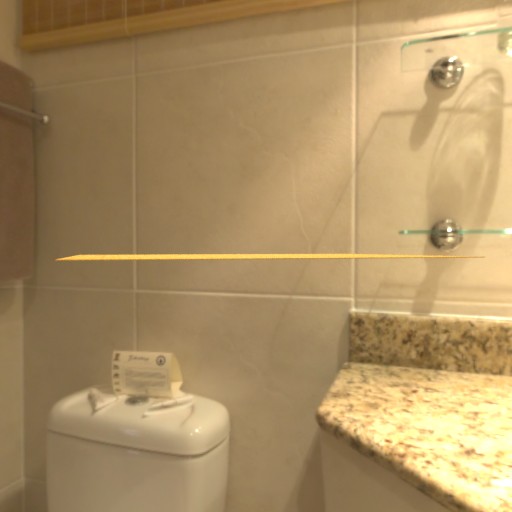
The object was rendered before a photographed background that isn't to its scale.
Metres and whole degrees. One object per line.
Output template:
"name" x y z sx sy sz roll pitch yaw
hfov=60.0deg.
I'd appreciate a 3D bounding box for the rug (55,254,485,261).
"rug" 0.000 0.000 3.746 2.895 0.006 1.981 0 1 -18
